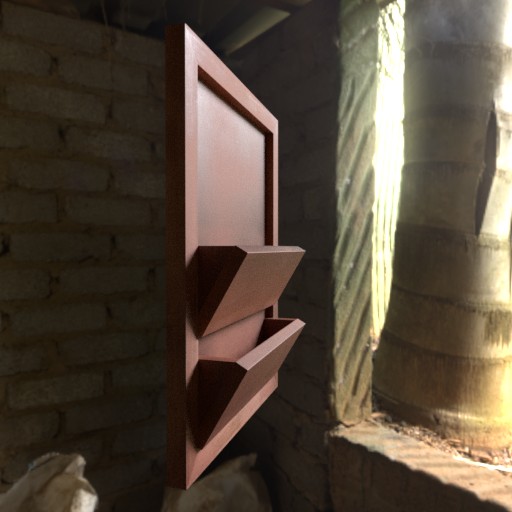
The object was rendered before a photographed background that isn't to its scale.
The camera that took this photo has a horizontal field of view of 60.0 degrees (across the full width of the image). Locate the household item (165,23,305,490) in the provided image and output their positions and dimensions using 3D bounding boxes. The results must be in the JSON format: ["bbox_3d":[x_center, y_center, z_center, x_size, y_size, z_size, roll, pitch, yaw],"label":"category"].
[{"bbox_3d":[0.000,0.000,0.527,0.067,0.407,0.310,0,1,18],"label":"household item"}]
